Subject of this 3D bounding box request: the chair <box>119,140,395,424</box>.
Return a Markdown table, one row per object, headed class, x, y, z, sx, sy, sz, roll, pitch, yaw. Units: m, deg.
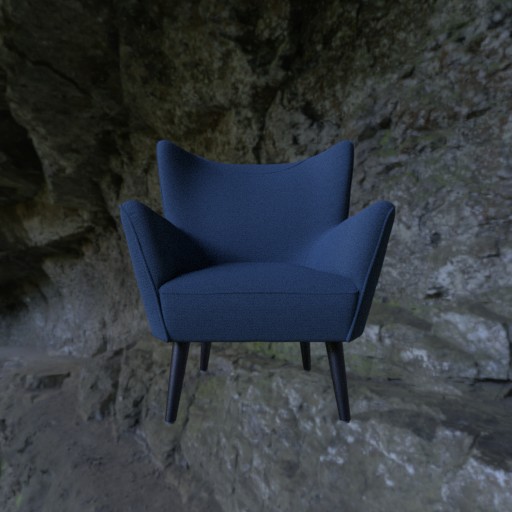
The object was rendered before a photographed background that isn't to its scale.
| class | x | y | z | sx | sy | sz | roll | pitch | yaw |
| --- | --- | --- | --- | --- | --- | --- | --- | --- | --- |
| chair | 0.000 | 0.000 | 1.601 | 0.781 | 0.933 | 0.888 | 0 | -1 | -1 |
